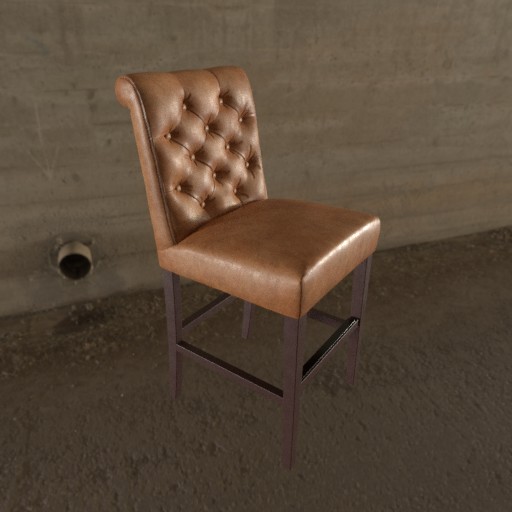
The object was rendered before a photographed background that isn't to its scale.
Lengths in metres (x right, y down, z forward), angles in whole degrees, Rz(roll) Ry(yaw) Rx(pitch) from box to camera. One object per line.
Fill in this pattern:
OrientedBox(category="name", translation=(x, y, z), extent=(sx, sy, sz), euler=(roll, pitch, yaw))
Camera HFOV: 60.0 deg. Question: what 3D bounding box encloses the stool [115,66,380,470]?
OrientedBox(category="stool", translation=(0.000, 0.000, 1.366), extent=(0.601, 1.047, 0.493), euler=(18, 32, 32))
